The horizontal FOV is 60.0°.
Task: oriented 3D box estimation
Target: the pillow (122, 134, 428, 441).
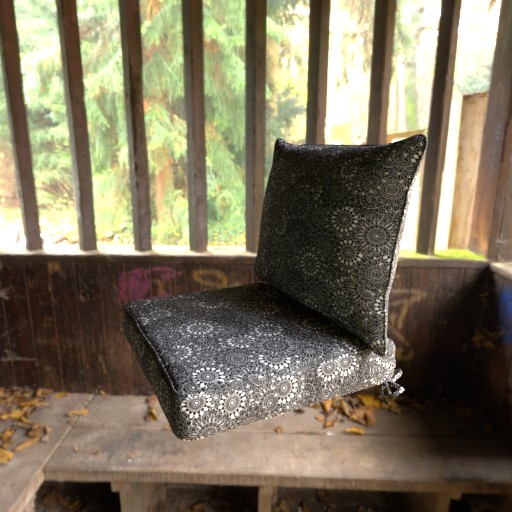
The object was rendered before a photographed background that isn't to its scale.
[{"bbox_3d":[0.000,0.000,1.373,0.740,0.722,0.798,-7,16,-26],"label":"pillow"}]
